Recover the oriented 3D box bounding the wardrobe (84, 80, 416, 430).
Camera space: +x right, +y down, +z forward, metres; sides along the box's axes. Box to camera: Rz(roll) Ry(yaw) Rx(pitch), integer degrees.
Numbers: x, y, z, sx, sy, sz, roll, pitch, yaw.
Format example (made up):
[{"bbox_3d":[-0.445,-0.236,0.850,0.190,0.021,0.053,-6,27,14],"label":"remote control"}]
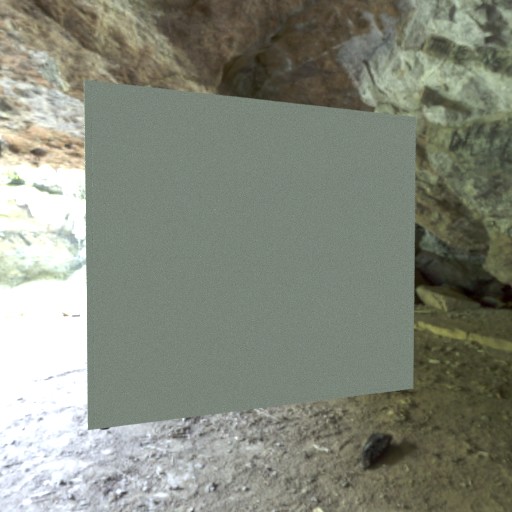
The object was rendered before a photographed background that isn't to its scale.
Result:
[{"bbox_3d":[0.000,0.000,1.886,1.340,1.200,0.360,-1,2,-19],"label":"wardrobe"}]
